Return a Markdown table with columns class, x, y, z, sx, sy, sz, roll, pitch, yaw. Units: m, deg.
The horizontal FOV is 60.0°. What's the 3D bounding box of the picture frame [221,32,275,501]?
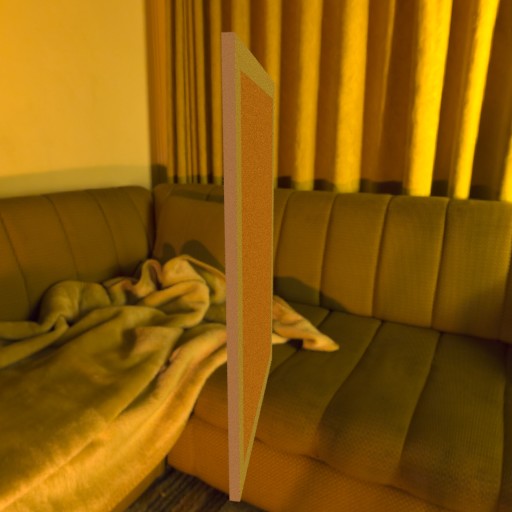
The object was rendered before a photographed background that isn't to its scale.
| class | x | y | z | sx | sy | sz | roll | pitch | yaw |
| --- | --- | --- | --- | --- | --- | --- | --- | --- | --- |
| picture frame | 0.000 | 0.000 | 0.573 | 0.011 | 0.459 | 0.326 | 2 | 15 | 8 |
